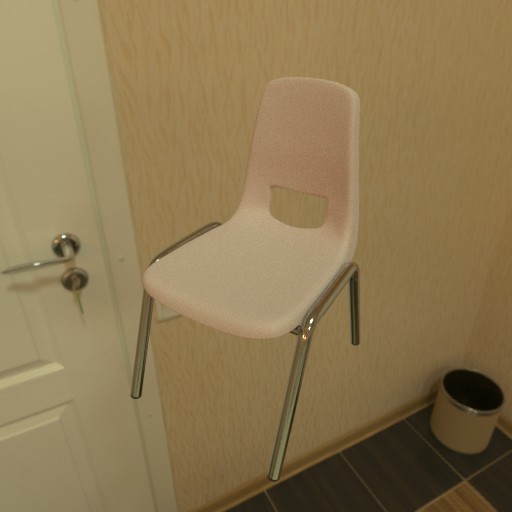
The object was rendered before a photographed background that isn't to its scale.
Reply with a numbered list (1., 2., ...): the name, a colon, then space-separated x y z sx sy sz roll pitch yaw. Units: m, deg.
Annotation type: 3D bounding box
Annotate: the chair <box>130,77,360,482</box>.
1. chair: 0.000 0.000 0.840 0.354 0.586 0.423 18 35 28
